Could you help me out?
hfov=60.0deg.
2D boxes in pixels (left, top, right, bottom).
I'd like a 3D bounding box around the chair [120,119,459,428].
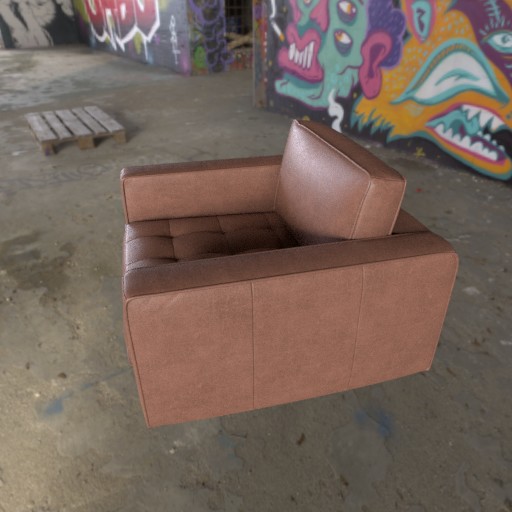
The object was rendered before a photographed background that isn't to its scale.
[{"bbox_3d":[0.000,0.000,1.517,0.900,0.770,0.920,-8,32,-13],"label":"chair"}]
